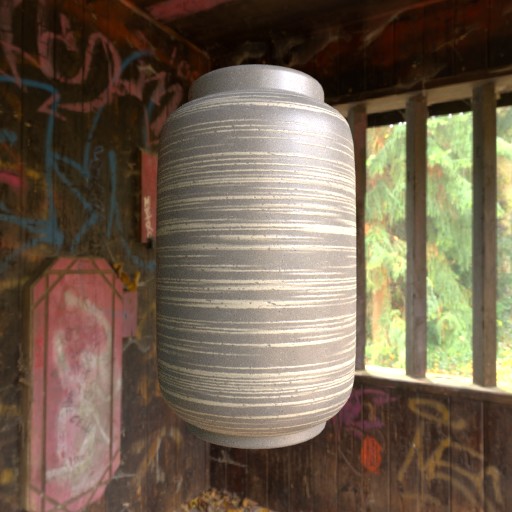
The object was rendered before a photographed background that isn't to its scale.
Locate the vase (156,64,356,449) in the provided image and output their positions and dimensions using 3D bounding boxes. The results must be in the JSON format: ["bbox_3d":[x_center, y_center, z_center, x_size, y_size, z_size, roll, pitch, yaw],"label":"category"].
[{"bbox_3d":[0.000,0.000,0.673,0.297,0.499,0.297,0,-1,0],"label":"vase"}]
